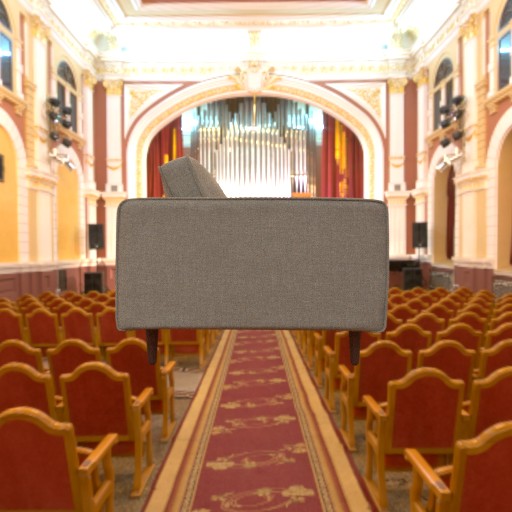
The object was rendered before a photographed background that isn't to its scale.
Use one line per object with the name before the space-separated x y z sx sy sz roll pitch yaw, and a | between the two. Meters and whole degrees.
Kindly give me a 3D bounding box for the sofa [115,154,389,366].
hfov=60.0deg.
sofa | 0.000 0.000 2.365 0.914 0.762 1.879 0 1 0
